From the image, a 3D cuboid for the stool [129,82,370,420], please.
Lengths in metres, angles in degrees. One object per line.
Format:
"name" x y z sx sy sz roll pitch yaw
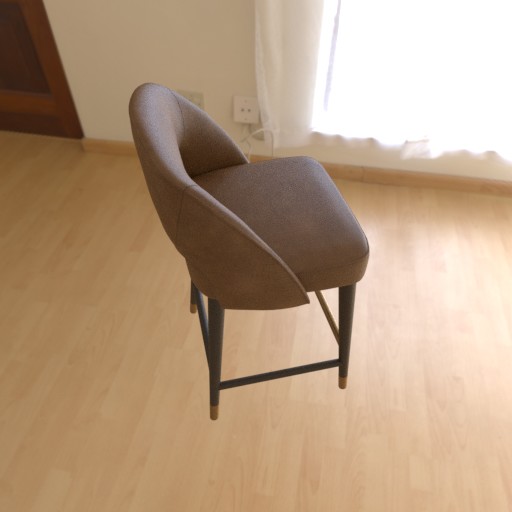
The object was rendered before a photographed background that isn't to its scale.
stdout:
"stool" 0.000 0.000 1.233 0.509 0.940 0.494 -10 47 -10
